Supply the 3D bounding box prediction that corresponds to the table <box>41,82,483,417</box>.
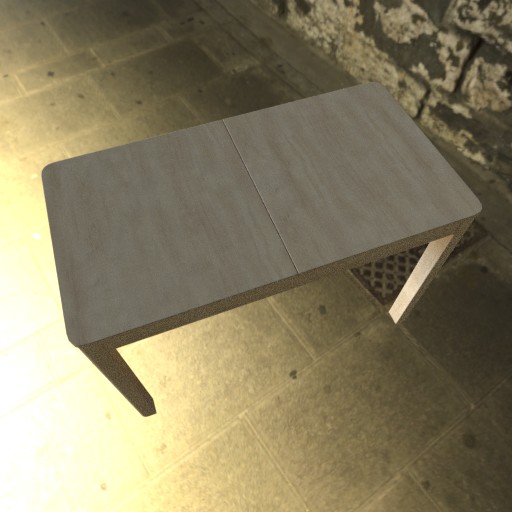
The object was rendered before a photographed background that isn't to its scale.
[{"bbox_3d":[0.000,0.000,1.936,1.400,0.900,0.750,-18,59,-11],"label":"table"}]
